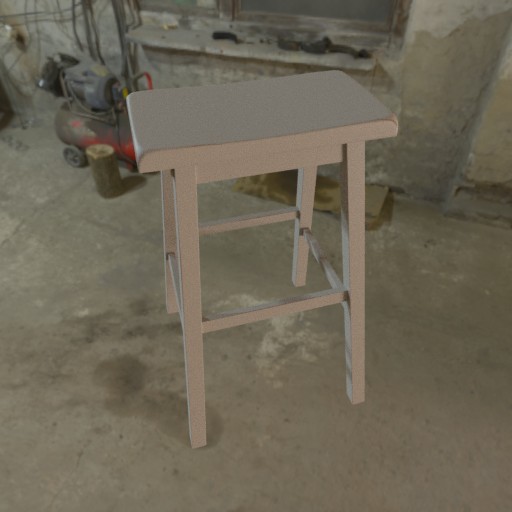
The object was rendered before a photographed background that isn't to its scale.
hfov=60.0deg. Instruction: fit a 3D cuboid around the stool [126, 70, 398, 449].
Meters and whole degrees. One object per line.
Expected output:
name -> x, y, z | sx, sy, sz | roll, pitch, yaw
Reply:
stool -> 0.000, 0.000, 1.043 | 0.457, 0.737, 0.476 | -11, 43, -12
